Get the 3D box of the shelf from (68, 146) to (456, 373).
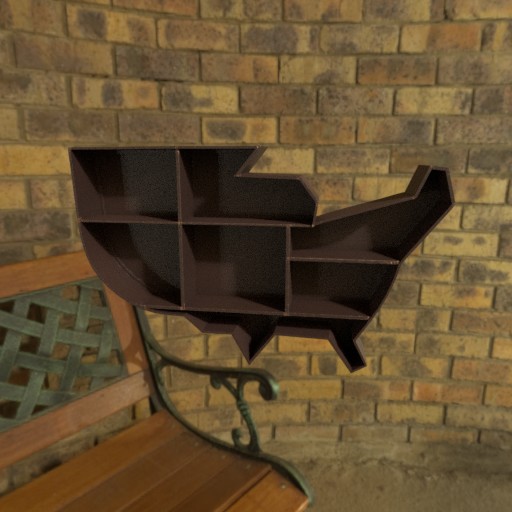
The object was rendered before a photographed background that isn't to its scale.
[{"bbox_3d":[0.000,0.000,0.915,0.729,0.439,0.112,2,13,9],"label":"shelf"}]
